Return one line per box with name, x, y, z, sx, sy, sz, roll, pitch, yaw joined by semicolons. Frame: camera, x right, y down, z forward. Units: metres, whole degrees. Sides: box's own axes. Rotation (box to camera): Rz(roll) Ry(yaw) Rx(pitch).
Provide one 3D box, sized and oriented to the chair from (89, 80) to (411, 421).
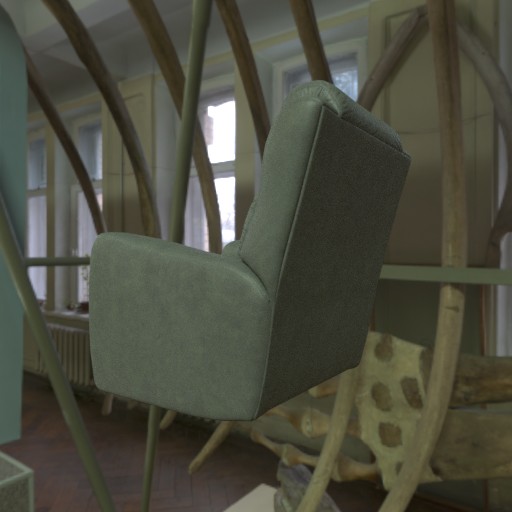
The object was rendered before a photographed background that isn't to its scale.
chair;0.000;0.000;1.882;1.068;1.116;0.965;0;0;36
